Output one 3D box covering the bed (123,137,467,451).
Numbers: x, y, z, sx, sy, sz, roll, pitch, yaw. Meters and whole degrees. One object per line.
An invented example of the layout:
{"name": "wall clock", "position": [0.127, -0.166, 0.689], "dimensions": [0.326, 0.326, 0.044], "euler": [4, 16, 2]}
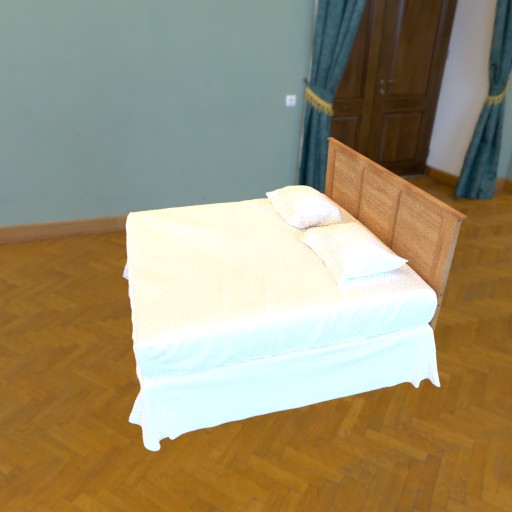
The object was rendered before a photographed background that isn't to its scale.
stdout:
{"name": "bed", "position": [0.000, 0.000, 3.589], "dimensions": [2.215, 1.270, 2.317], "euler": [-8, 30, -14]}
